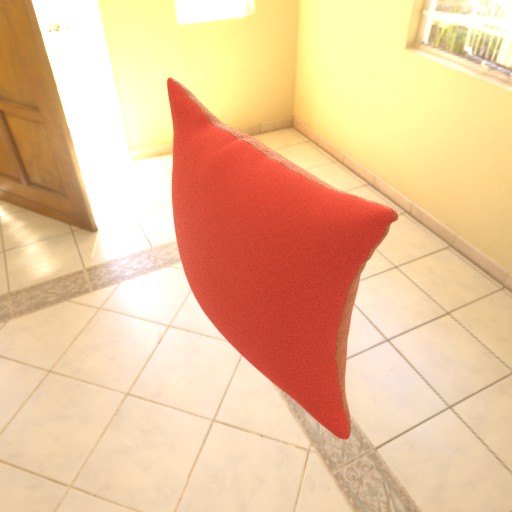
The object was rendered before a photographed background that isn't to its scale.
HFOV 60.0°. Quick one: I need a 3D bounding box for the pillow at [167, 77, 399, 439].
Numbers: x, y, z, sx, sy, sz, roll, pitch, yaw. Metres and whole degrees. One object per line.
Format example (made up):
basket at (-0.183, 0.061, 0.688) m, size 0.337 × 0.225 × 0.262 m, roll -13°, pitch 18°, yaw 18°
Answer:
pillow at (0.000, 0.000, 0.815) m, size 0.229 × 0.501 × 0.559 m, roll -26°, pitch 47°, yaw -27°
